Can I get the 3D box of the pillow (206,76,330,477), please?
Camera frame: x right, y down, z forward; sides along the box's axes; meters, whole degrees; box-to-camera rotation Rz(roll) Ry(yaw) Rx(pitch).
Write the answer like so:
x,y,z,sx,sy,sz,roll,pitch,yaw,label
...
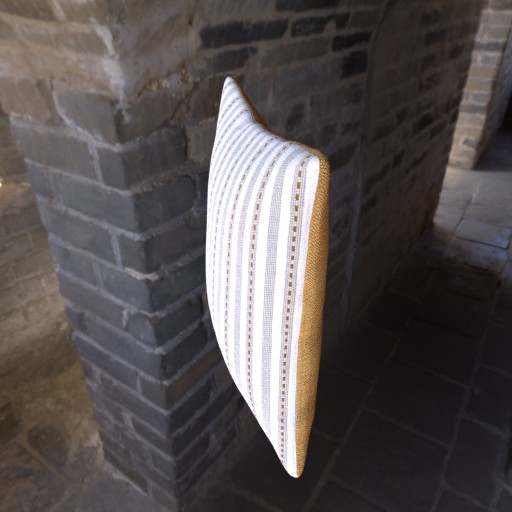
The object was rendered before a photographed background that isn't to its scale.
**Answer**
x,y,z,sx,sy,sz,roll,pitch,yaw,label
0.000,0.000,0.650,0.147,0.437,0.432,-7,32,-12,pillow
